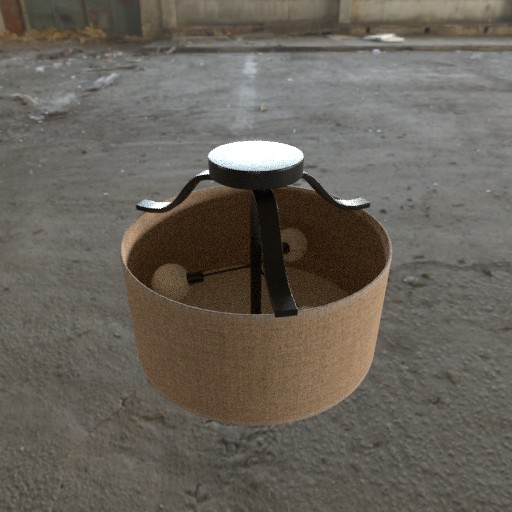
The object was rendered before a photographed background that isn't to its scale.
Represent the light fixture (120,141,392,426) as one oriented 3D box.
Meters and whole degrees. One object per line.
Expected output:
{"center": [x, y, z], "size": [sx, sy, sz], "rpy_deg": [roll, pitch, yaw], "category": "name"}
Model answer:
{"center": [0.000, 0.000, 0.658], "size": [0.390, 0.306, 0.390], "rpy_deg": [0, 31, 0], "category": "light fixture"}
